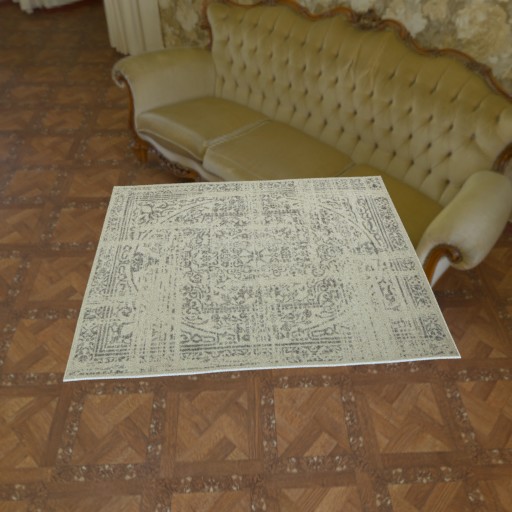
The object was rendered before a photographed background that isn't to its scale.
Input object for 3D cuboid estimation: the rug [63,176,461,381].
[{"bbox_3d":[0.000,0.000,4.020,2.921,0.032,2.311,-3,46,-3],"label":"rug"}]
